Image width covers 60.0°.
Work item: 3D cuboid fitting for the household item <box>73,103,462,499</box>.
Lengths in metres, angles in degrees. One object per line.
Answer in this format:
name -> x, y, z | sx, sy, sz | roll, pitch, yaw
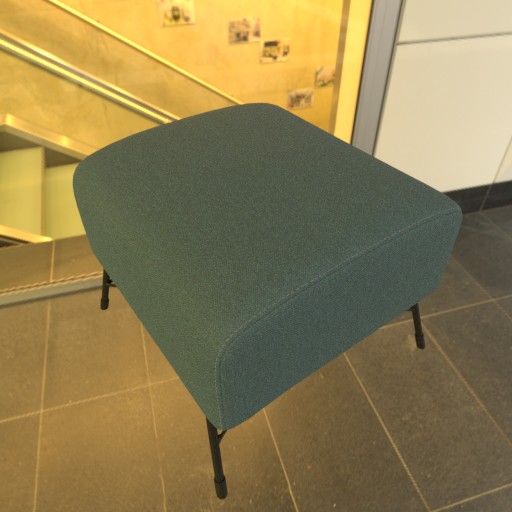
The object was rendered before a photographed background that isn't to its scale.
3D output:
household item -> 0.000, 0.000, 0.864 | 0.530, 0.420, 0.530 | -26, 47, -26
